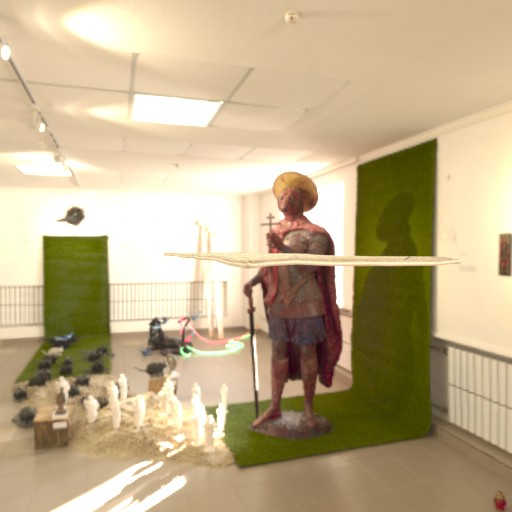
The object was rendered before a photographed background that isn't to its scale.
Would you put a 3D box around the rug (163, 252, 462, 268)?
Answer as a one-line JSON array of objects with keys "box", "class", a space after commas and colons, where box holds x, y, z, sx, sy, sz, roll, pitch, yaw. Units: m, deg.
[{"box": [0.000, 0.000, 2.636, 0.831, 0.036, 2.381, 0, 1, -18], "class": "rug"}]
